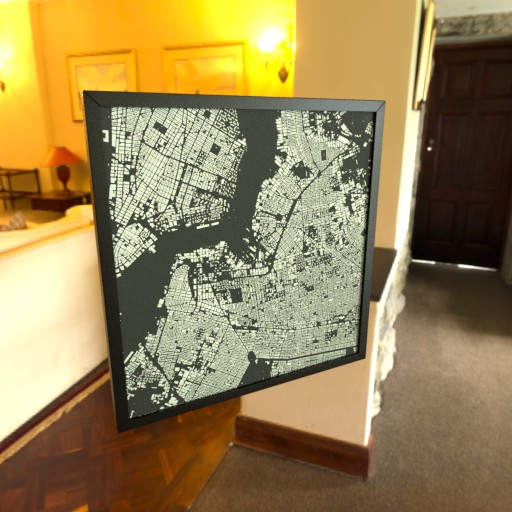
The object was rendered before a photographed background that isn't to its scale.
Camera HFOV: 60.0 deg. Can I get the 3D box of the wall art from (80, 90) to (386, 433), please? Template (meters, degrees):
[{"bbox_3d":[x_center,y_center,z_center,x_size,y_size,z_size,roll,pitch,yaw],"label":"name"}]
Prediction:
[{"bbox_3d":[0.000,0.000,1.123,0.755,0.761,0.038,-8,18,-27],"label":"wall art"}]
